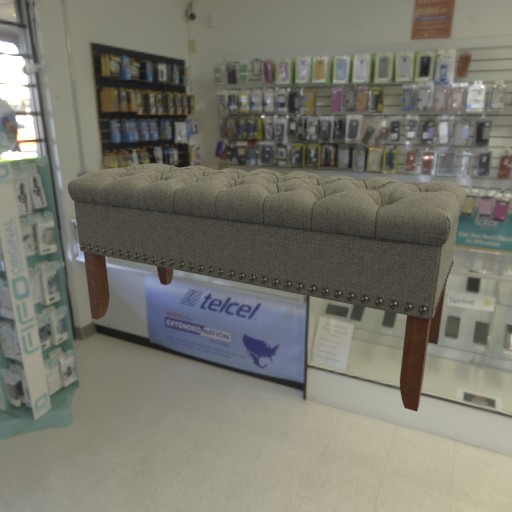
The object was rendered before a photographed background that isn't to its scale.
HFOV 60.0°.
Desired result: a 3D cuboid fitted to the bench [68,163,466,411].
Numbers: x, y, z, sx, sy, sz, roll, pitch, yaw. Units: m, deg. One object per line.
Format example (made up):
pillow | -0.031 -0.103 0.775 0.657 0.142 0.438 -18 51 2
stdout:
bench | 0.000 0.000 1.299 1.052 0.470 0.417 9 20 27
